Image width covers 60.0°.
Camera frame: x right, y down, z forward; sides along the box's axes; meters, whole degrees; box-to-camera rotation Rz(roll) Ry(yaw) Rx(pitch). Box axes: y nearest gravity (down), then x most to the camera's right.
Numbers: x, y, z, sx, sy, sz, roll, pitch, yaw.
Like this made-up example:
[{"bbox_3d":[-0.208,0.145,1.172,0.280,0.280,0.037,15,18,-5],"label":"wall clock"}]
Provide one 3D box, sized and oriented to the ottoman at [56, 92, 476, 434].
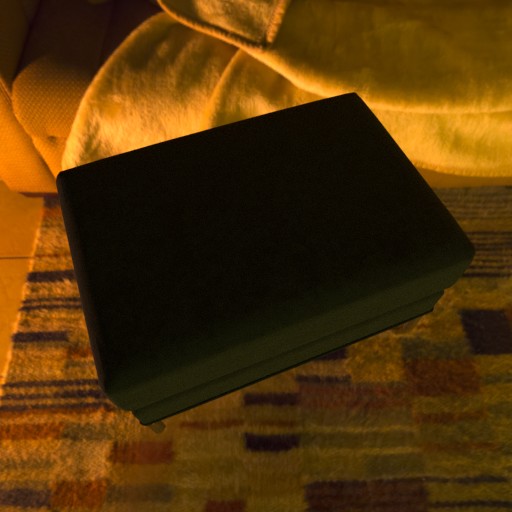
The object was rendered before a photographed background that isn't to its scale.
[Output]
[{"bbox_3d":[0.000,0.000,1.185,0.835,0.498,0.587,-19,61,-11],"label":"ottoman"}]
